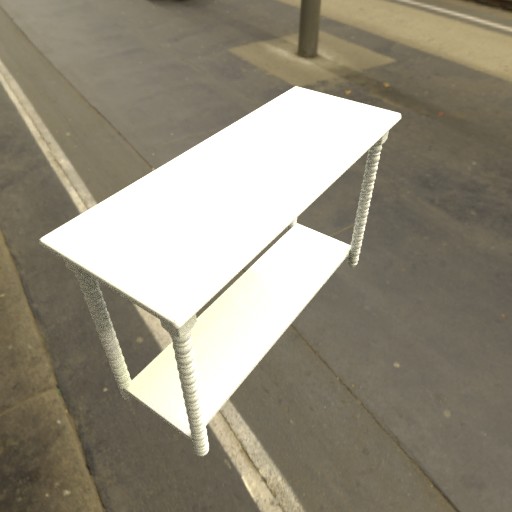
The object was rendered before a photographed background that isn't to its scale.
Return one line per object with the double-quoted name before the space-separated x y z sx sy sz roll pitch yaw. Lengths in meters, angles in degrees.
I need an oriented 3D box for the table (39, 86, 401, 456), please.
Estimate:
"table" 0.000 0.000 1.572 0.459 0.740 1.184 25 48 26
